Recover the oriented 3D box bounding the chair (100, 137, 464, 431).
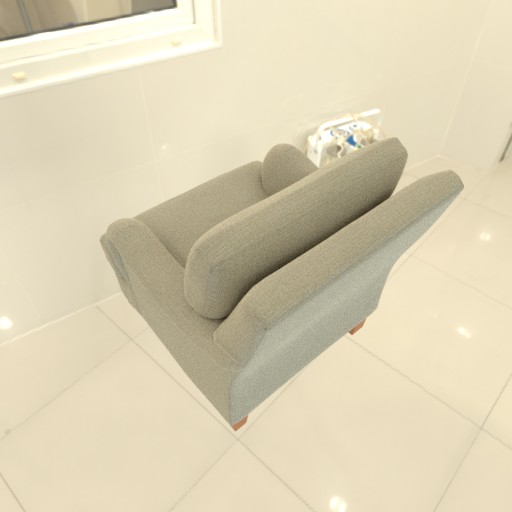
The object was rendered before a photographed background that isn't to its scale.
[{"bbox_3d":[0.000,0.000,1.826,0.955,1.038,1.070,-31,53,-27],"label":"chair"}]
